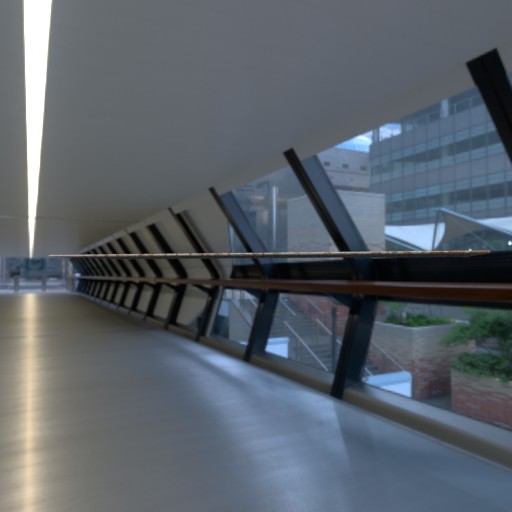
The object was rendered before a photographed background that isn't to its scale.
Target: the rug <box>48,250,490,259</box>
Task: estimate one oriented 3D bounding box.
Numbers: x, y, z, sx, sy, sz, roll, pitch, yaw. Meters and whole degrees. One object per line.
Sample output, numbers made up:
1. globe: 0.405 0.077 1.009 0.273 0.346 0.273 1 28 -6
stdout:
1. rug: 0.000 0.000 2.705 2.435 0.011 0.750 0 -2 17
